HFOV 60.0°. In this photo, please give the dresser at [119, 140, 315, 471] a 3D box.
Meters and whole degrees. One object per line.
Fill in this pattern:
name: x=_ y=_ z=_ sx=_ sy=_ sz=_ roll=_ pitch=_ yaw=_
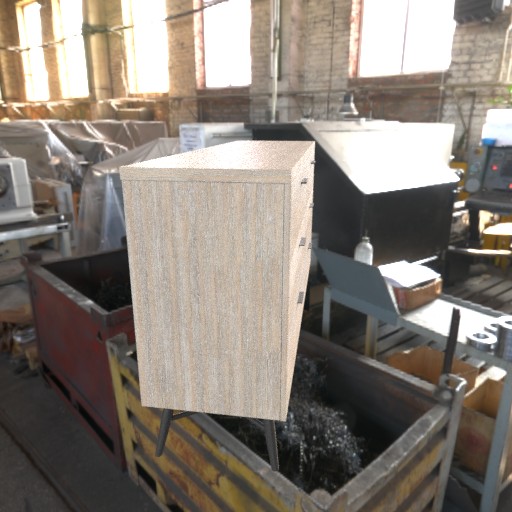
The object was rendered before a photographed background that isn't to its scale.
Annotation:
dresser: x=0.000 y=0.000 z=1.949 sx=0.457 sy=0.914 sz=1.524 roll=3 pitch=17 yaw=9
